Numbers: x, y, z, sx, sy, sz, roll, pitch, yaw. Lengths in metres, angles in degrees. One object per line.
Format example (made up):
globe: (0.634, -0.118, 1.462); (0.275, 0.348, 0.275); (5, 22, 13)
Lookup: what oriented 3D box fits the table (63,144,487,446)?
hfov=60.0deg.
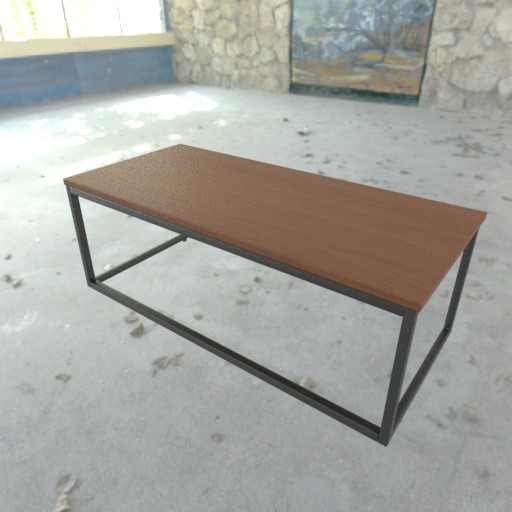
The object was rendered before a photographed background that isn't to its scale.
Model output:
table: (0.000, 0.000, 1.339); (1.100, 0.400, 0.500); (20, 35, 31)
